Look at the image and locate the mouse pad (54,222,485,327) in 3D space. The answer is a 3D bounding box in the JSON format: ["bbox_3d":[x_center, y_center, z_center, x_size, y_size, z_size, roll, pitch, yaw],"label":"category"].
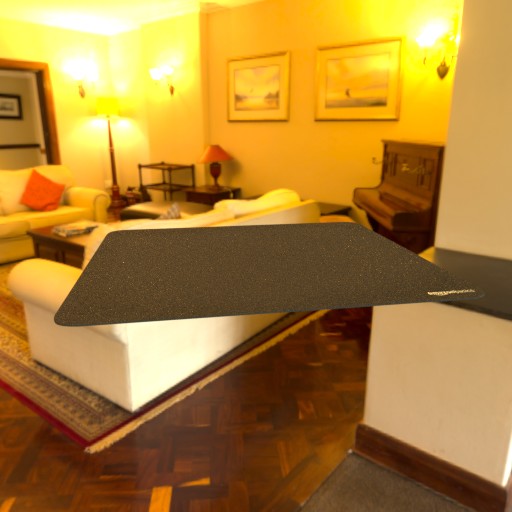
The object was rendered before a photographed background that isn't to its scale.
[{"bbox_3d":[0.000,0.000,0.623,0.451,0.002,0.393,-3,17,-9],"label":"mouse pad"}]
